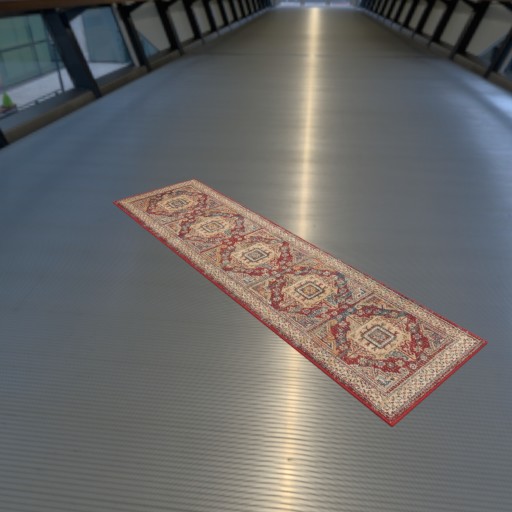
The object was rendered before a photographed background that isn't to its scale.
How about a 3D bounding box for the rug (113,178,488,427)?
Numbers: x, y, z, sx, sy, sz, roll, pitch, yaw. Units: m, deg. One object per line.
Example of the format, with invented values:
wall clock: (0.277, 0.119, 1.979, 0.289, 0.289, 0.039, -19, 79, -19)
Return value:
rug: (0.000, 0.000, 2.444, 0.659, 0.015, 2.292, -23, 39, -32)
